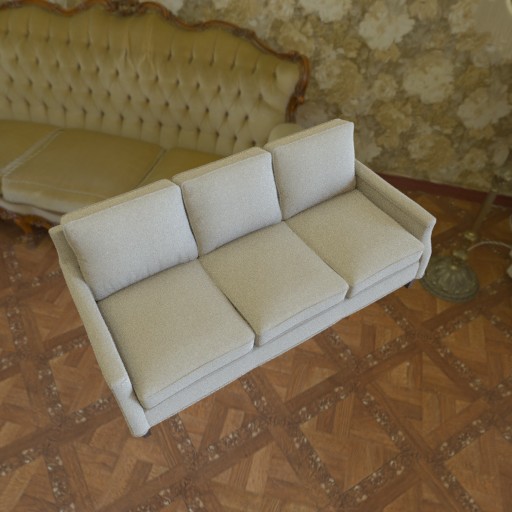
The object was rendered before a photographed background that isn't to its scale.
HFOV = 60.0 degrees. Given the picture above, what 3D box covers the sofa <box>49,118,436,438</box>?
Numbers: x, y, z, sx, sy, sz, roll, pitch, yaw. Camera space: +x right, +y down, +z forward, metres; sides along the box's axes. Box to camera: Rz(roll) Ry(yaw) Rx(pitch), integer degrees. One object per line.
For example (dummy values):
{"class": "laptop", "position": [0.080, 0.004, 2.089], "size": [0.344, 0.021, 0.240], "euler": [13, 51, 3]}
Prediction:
{"class": "sofa", "position": [0.000, 0.000, 2.877], "size": [2.246, 1.003, 1.084], "euler": [-25, 52, -21]}
